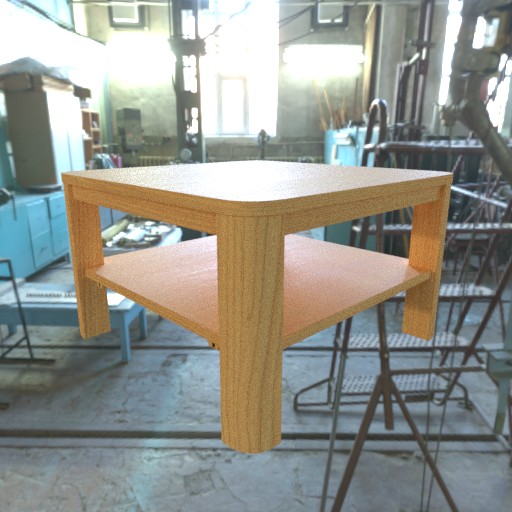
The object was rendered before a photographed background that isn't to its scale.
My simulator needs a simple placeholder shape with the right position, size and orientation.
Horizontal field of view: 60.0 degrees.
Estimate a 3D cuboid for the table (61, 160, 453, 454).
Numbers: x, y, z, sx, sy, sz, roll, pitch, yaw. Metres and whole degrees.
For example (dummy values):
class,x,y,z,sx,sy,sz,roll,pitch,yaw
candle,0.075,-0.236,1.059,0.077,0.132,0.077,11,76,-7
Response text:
class,x,y,z,sx,sy,sz,roll,pitch,yaw
table,0.000,0.000,1.209,0.750,0.450,0.750,-15,21,-42
